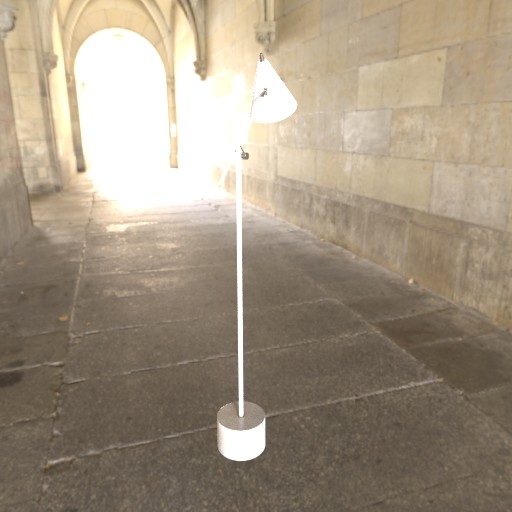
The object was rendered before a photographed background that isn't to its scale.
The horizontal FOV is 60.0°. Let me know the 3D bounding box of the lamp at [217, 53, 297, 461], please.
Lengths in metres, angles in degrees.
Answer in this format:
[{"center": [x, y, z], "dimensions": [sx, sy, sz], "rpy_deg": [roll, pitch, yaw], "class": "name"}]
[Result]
[{"center": [0.000, 0.000, 1.673], "dimensions": [0.223, 1.430, 0.508], "rpy_deg": [8, 18, 26], "class": "lamp"}]
